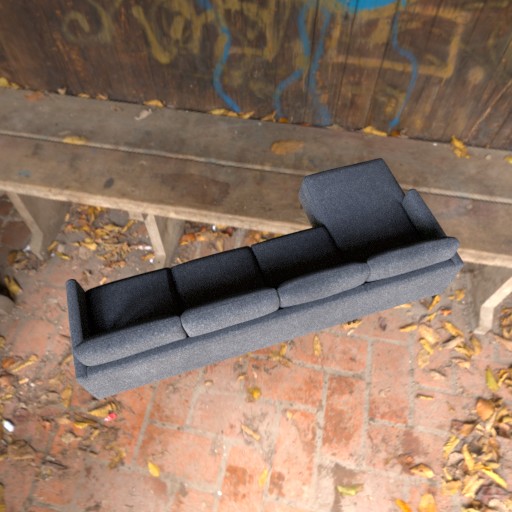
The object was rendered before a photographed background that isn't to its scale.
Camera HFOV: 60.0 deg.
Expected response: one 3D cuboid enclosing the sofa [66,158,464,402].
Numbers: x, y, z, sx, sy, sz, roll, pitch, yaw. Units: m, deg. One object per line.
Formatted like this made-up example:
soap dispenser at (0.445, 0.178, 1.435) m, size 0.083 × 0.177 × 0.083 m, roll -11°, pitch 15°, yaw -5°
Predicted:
sofa at (0.000, 0.000, 3.592) m, size 2.932 × 0.810 × 1.350 m, roll -15°, pitch 60°, yaw -9°
